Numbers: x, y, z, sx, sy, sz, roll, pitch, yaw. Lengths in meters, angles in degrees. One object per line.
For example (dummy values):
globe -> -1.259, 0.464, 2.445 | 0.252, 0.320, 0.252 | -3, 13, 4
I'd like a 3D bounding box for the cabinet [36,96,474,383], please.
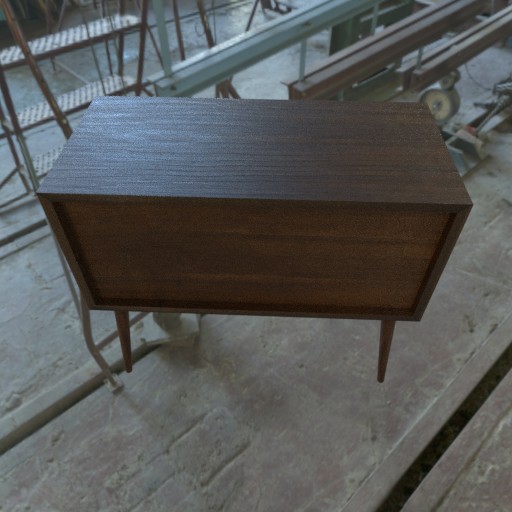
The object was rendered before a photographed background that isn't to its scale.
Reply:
cabinet -> 0.000, 0.000, 1.110 | 0.743, 0.654, 0.354 | 2, 46, 2
